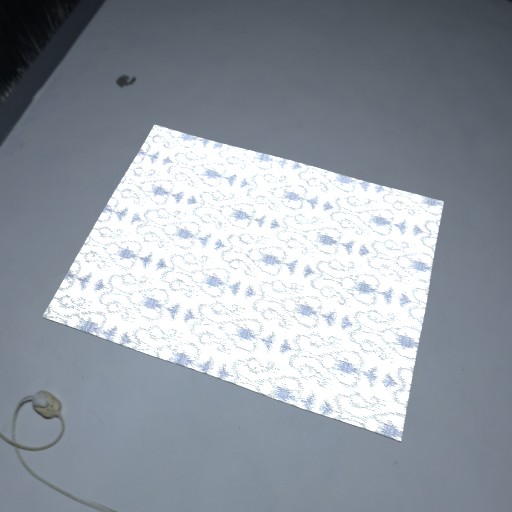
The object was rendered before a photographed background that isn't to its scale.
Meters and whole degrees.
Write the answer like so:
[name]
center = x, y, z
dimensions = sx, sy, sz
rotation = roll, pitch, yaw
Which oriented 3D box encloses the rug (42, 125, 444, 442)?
[rug]
center = 0.000, 0.000, 2.957
dimensions = 2.261, 0.013, 1.676
rotation = 17, 64, 8
